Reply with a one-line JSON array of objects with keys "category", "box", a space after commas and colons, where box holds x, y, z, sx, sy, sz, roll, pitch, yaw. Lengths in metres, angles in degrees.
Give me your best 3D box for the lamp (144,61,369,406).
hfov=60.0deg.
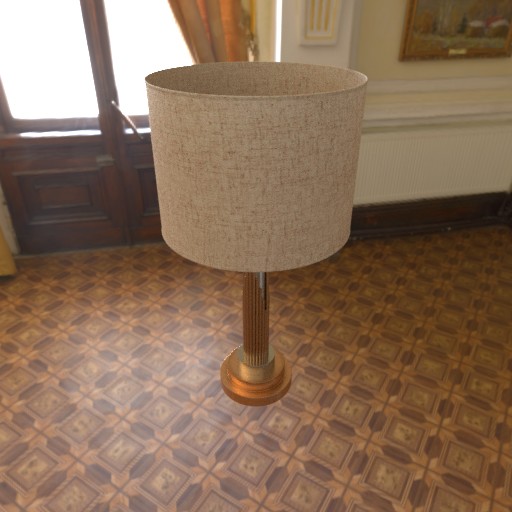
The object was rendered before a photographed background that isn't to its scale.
[{"category": "lamp", "box": [0.000, 0.000, 0.800, 0.321, 0.610, 0.321, 0, 30, 0]}]
